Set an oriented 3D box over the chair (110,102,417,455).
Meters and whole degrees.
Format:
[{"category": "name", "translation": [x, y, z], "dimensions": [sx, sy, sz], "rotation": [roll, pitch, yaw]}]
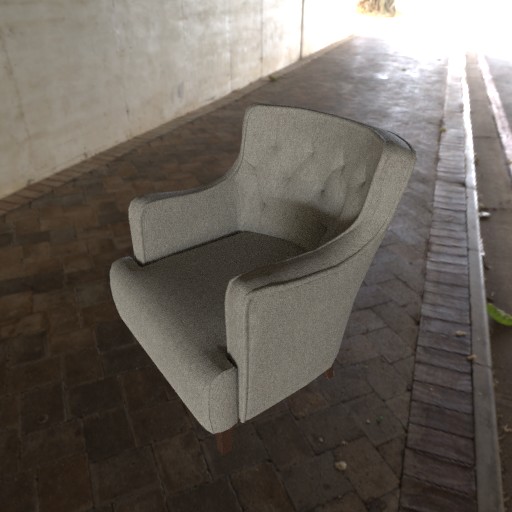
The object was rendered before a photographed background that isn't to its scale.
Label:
[{"category": "chair", "translation": [0.000, 0.000, 1.631], "dimensions": [0.910, 0.920, 0.820], "rotation": [-21, 37, -30]}]
